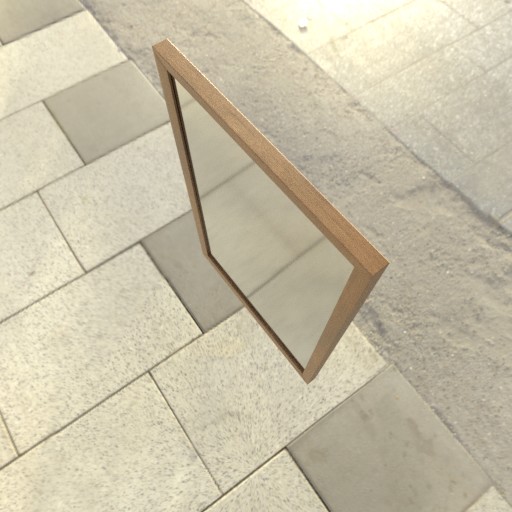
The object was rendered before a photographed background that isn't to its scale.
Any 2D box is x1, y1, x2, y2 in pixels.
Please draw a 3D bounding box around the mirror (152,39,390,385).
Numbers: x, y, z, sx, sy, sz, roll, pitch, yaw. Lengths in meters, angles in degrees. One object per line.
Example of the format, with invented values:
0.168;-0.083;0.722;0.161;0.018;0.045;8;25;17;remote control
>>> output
0.000;0.000;1.167;0.040;0.915;0.609;-35;69;-15;mirror
